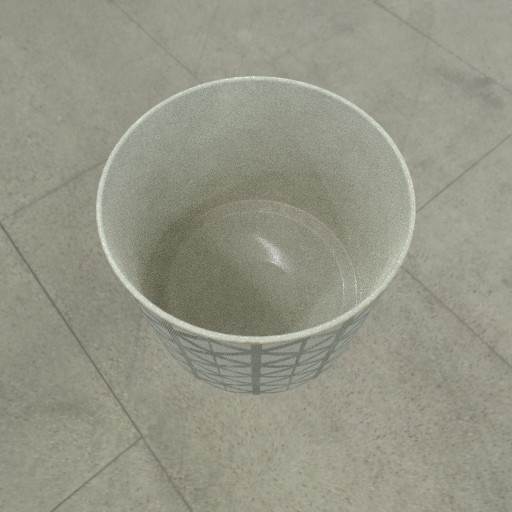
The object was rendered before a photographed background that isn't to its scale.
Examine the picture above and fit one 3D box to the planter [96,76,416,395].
[{"bbox_3d":[0.000,0.000,0.456,0.250,0.239,0.250,0,63,0],"label":"planter"}]
